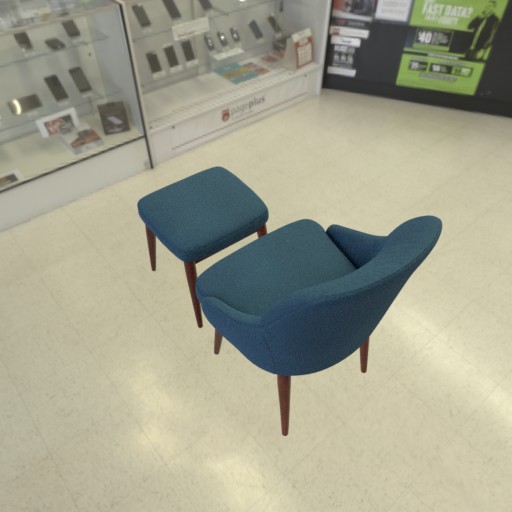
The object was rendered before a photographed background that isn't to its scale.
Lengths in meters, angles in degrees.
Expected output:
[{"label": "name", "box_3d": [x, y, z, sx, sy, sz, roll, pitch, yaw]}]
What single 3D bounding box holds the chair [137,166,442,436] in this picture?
[{"label": "chair", "box_3d": [0.000, 0.000, 1.597, 0.584, 0.866, 1.114, -29, 53, -25]}]
